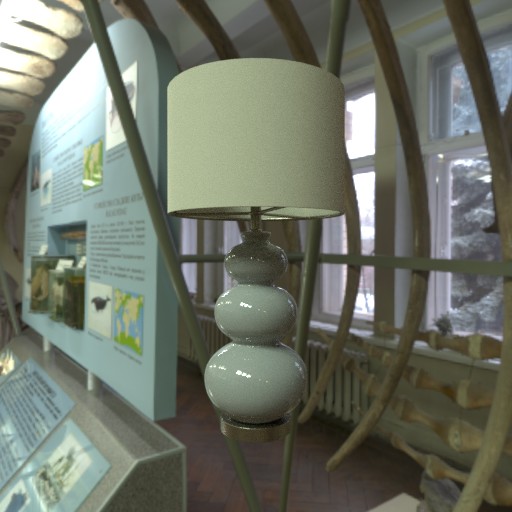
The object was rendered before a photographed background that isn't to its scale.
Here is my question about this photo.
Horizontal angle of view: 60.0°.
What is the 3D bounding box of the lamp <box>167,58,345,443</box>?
[{"bbox_3d":[0.000,0.000,0.938,0.367,0.730,0.367,0,1,-37],"label":"lamp"}]
